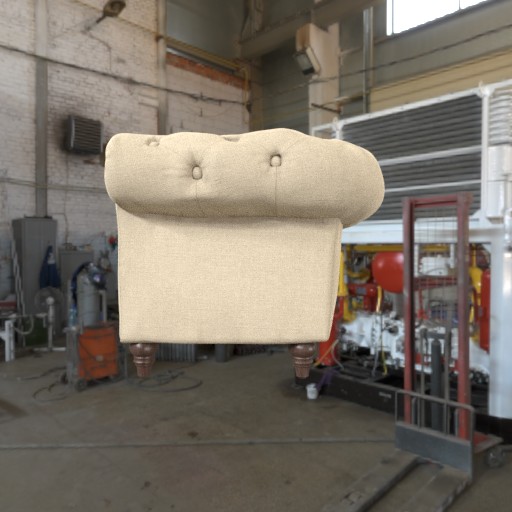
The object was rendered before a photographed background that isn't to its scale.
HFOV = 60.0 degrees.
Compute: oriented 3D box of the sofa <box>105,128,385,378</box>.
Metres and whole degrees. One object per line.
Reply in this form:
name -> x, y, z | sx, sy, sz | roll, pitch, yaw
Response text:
sofa -> 0.000, 0.000, 2.069 | 1.034, 0.878, 1.405 | 0, 1, 1
